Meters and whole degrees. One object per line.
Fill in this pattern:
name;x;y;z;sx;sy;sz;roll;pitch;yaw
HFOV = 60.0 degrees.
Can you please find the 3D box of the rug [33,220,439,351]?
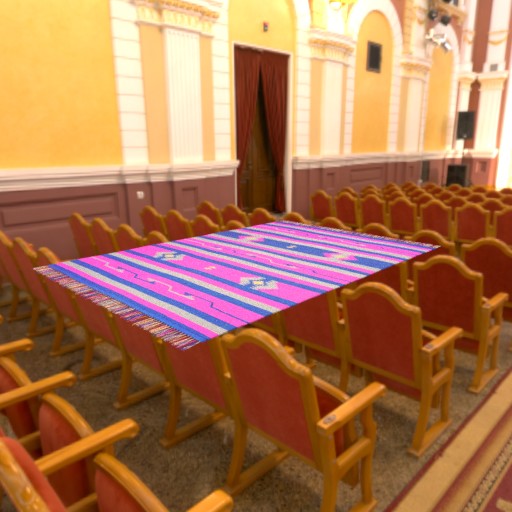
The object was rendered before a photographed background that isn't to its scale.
rug;0.000;0.000;2.964;1.539;0.013;2.350;14;20;43
